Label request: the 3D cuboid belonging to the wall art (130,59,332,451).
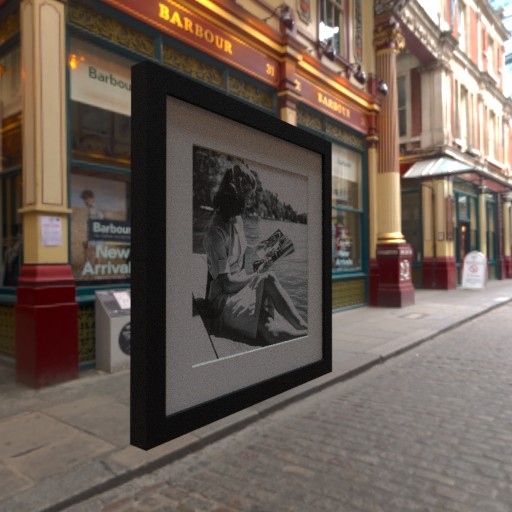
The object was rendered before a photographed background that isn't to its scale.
[{"bbox_3d":[0.000,0.000,0.711,0.030,0.458,0.462,0,-1,37],"label":"wall art"}]
